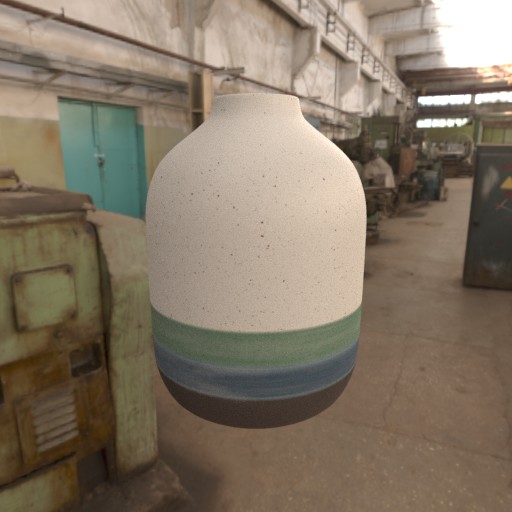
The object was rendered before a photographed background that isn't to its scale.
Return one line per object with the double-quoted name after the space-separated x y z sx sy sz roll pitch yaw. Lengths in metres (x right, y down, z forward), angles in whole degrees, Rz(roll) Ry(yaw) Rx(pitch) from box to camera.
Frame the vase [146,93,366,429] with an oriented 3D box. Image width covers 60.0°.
0.000 0.000 0.356 0.169 0.240 0.169 0 14 0 "vase"
